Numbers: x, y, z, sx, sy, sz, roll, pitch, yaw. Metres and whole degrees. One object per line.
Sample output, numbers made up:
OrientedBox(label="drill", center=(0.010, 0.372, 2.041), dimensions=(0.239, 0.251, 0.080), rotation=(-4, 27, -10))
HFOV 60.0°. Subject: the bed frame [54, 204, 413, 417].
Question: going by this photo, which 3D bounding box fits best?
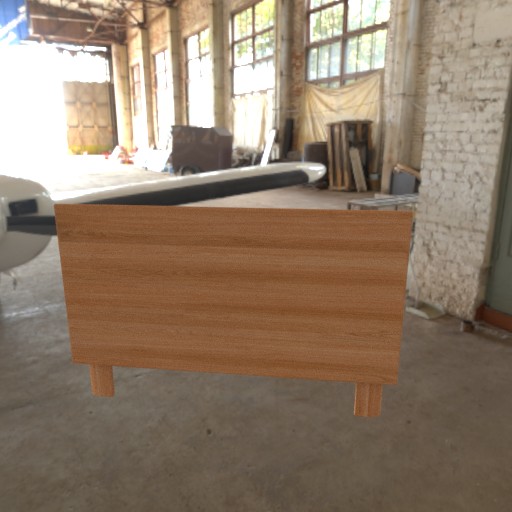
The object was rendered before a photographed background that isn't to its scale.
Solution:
OrientedBox(label="bed frame", center=(0.000, 0.000, 2.861), dimensions=(1.472, 0.940, 1.992), rotation=(2, 15, 7))
